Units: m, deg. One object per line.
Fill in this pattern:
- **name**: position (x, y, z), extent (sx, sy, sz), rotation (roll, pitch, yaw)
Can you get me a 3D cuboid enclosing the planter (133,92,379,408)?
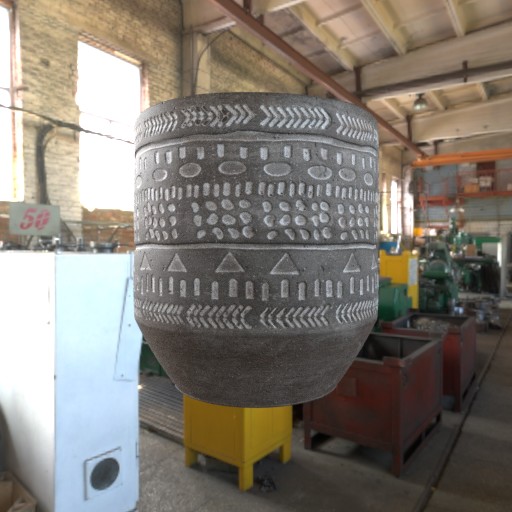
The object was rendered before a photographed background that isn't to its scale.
- **planter**: position (0.000, 0.000, 0.228), extent (0.122, 0.128, 0.122), rotation (0, 1, 0)
